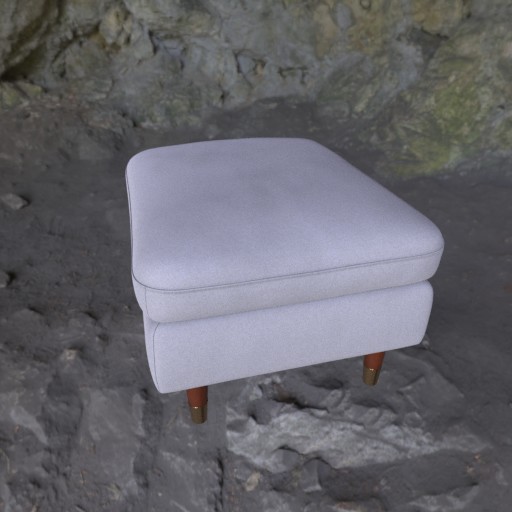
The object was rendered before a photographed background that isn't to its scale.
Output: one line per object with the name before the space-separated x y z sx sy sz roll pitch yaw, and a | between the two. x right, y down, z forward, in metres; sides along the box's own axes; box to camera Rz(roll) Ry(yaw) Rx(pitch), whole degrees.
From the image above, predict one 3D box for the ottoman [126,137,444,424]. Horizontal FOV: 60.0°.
ottoman | 0.000 0.000 1.132 0.593 0.478 0.747 -8 30 -14
